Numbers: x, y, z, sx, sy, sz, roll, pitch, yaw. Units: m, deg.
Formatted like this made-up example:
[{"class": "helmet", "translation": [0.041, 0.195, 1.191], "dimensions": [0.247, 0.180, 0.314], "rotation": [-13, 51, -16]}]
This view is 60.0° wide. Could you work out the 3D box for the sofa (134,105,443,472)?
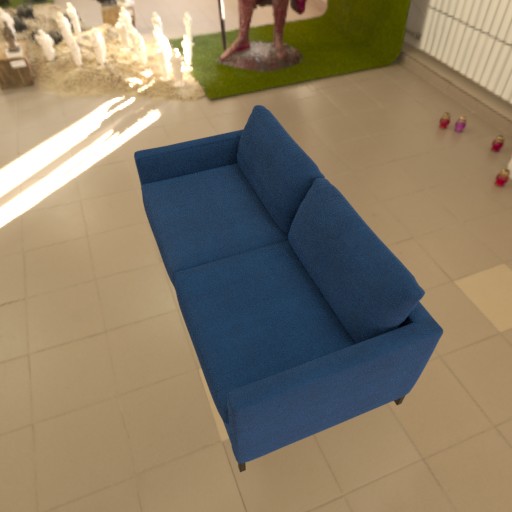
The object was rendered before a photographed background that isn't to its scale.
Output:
[{"class": "sofa", "translation": [0.000, 0.000, 2.228], "dimensions": [0.875, 0.817, 1.676], "rotation": [-16, 48, -15]}]
